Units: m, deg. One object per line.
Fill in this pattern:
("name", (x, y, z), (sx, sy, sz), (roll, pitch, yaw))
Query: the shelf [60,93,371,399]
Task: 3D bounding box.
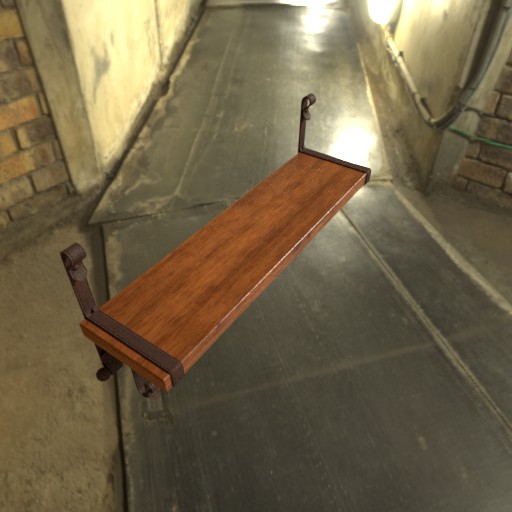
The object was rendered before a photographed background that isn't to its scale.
("shelf", (0.000, 0.000, 0.714), (0.146, 0.330, 0.567), (25, 47, 25))
